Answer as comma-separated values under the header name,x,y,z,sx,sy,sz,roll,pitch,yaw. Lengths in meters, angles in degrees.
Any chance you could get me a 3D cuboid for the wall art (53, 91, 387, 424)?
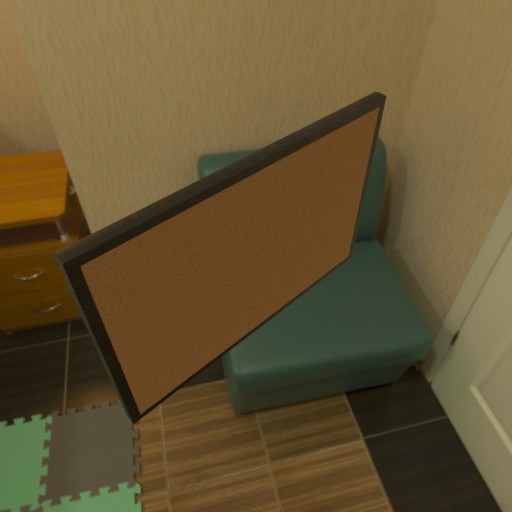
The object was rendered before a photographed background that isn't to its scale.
name,x,y,z,sx,sy,sz,roll,pitch,yaw
wall art,0.000,0.000,1.180,0.912,0.612,0.038,-33,54,-29
